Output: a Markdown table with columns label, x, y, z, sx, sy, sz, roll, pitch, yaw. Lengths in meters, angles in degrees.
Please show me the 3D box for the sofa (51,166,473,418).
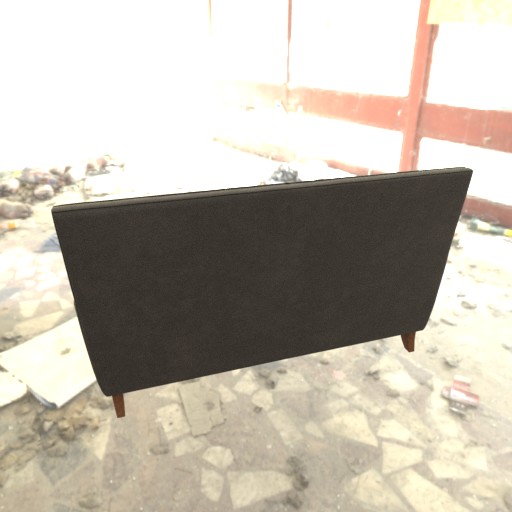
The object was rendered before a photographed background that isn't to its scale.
| label | x | y | z | sx | sy | sz | roll | pitch | yaw |
| --- | --- | --- | --- | --- | --- | --- | --- | --- | --- |
| sofa | 0.000 | 0.000 | 1.980 | 1.473 | 0.871 | 0.787 | -8 | 27 | -16 |
